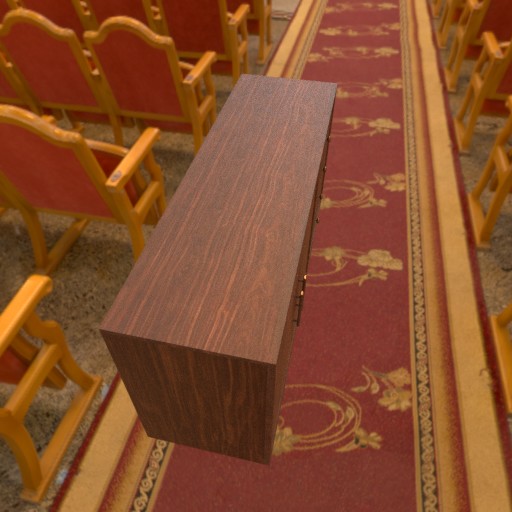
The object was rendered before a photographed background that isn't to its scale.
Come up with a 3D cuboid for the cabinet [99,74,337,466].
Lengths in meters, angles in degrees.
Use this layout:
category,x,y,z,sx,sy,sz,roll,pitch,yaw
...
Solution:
category,x,y,z,sx,sy,sz,roll,pitch,yaw
cabinet,0.000,0.000,2.015,0.505,0.940,1.575,9,47,9
